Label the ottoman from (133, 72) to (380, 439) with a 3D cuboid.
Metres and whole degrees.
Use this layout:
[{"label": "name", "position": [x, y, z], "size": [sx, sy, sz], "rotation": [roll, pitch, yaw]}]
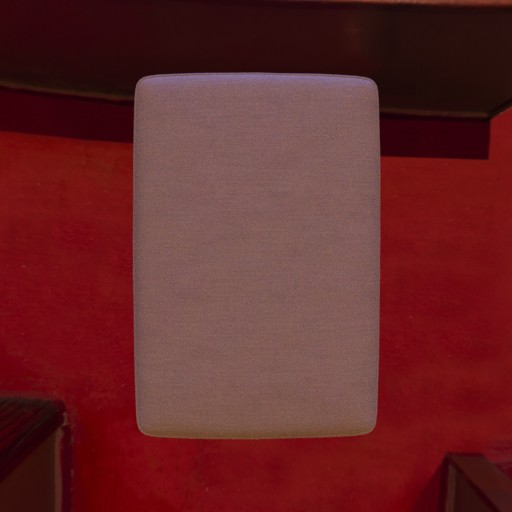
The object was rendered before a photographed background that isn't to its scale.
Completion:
[{"label": "ottoman", "position": [0.000, 0.000, 1.321], "size": [0.636, 0.480, 0.941], "rotation": [0, 91, -1]}]
